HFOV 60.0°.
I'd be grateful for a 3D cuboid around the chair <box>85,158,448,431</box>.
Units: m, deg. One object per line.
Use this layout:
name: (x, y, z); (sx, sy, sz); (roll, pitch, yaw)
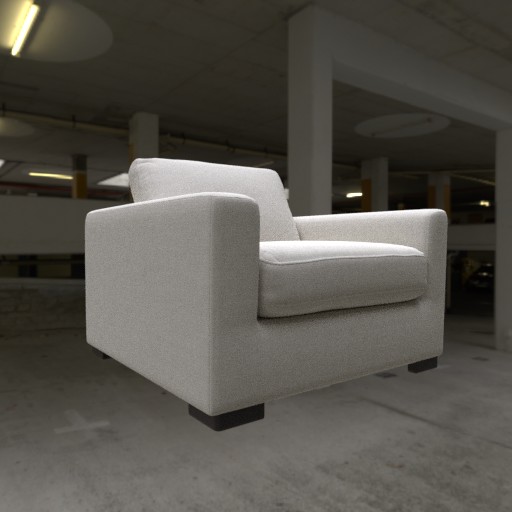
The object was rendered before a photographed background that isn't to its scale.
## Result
chair: (0.000, 0.000, 1.828); (1.070, 0.876, 1.100); (-1, 2, -37)
